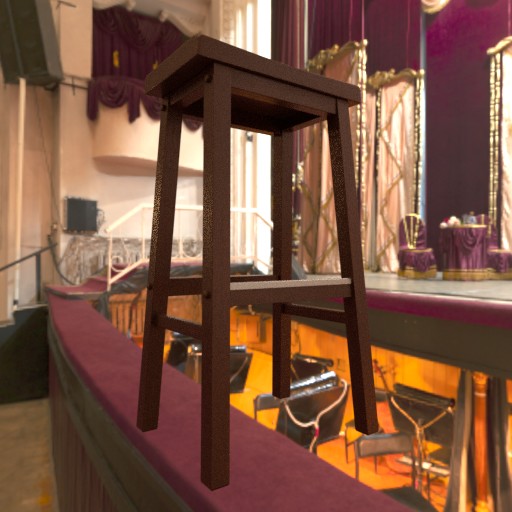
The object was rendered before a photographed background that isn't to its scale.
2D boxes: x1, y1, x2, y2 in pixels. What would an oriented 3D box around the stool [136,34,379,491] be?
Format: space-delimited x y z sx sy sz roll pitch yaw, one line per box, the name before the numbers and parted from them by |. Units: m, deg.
stool | 0.000 0.000 0.945 0.406 0.742 0.322 0 0 -36
